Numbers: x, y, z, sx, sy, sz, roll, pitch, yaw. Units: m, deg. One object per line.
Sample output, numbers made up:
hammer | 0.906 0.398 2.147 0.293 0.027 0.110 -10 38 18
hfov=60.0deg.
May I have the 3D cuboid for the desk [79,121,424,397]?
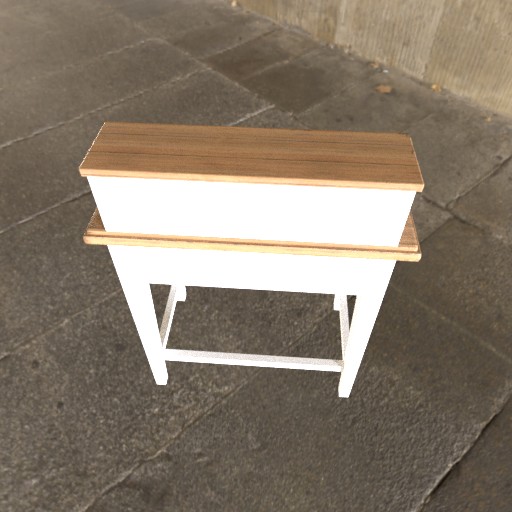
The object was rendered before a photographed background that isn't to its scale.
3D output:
desk | 0.000 0.000 1.429 0.814 0.981 0.462 3 48 3
